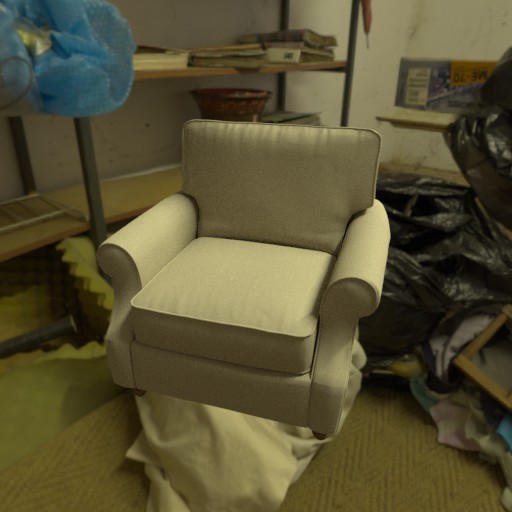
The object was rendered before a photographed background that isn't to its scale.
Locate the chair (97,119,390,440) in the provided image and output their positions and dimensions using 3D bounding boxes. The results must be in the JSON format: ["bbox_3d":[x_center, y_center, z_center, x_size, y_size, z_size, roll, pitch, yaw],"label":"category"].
[{"bbox_3d":[0.000,0.000,1.813,1.029,0.967,0.966,8,27,15],"label":"chair"}]
